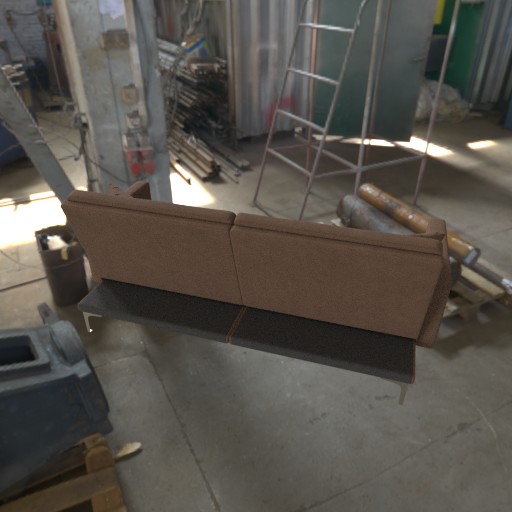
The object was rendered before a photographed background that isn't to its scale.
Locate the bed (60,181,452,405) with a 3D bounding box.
[{"bbox_3d":[0.000,0.000,2.388,1.905,0.787,0.889,9,33,15],"label":"bed"}]
